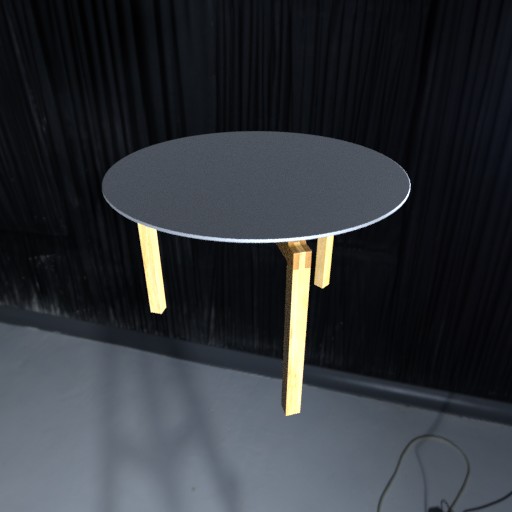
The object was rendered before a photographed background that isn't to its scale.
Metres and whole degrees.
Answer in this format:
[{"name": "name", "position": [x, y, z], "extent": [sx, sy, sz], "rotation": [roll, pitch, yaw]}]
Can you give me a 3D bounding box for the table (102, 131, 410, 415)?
[{"name": "table", "position": [0.000, 0.000, 1.001], "extent": [0.600, 0.405, 0.600], "rotation": [0, 30, 0]}]
